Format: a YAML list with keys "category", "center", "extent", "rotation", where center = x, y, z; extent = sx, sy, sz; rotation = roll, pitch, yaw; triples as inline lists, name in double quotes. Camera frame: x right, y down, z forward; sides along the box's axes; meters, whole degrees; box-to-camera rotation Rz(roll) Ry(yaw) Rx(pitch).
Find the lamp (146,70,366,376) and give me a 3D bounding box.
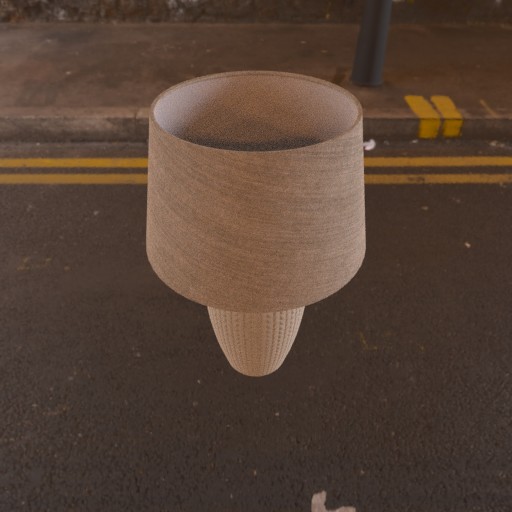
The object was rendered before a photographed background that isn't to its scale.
- category: "lamp"
  center: [0.000, 0.000, 0.836]
  extent: [0.390, 0.580, 0.390]
  rotation: [0, 40, 0]
